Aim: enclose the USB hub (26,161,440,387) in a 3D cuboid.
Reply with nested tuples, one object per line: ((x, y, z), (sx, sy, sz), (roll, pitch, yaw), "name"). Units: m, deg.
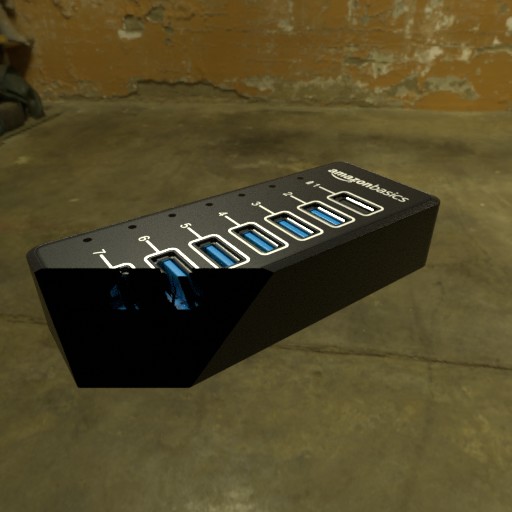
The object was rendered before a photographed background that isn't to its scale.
((0.000, 0.000, 0.126), (0.110, 0.023, 0.044), (-21, 37, -30), "USB hub")
